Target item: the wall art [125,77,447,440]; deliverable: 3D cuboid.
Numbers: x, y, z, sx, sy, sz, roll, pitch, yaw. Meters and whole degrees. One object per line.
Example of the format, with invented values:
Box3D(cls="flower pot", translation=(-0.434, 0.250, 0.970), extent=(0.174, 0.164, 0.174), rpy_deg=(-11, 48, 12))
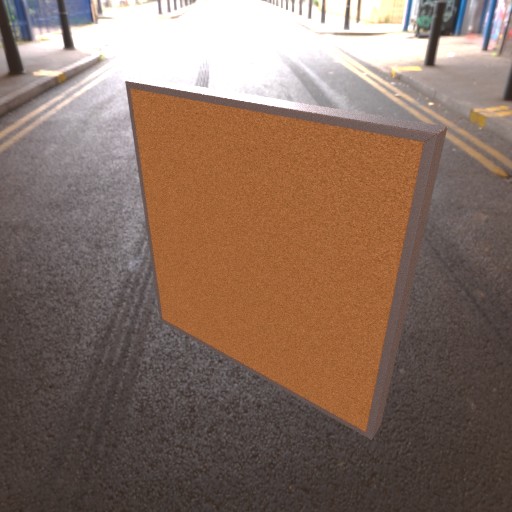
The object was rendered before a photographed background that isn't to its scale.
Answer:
Box3D(cls="wall art", translation=(0.000, 0.000, 0.510), extent=(0.349, 0.349, 0.028), rpy_deg=(21, 37, 31))
